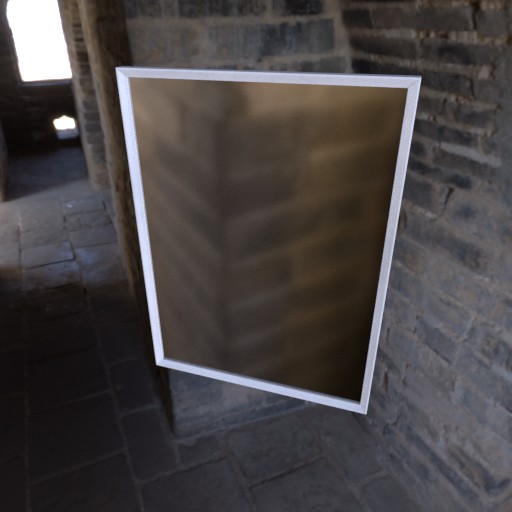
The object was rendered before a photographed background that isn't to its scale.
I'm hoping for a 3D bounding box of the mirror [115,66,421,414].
[{"bbox_3d":[0.000,0.000,1.314,0.762,1.016,0.041,9,29,16],"label":"mirror"}]
